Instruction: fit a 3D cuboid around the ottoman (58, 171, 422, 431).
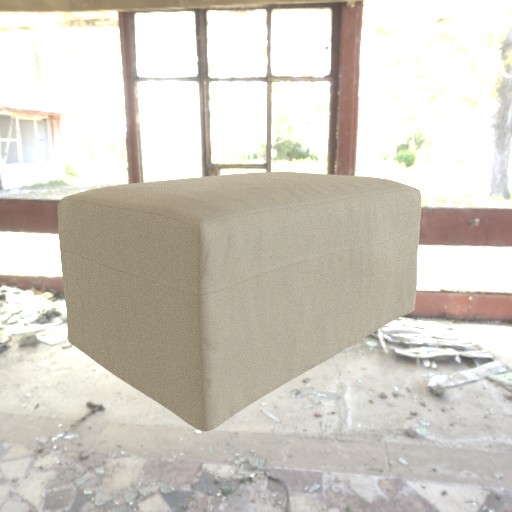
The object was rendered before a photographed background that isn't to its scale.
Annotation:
[{"bbox_3d":[0.000,0.000,1.216,0.590,0.444,0.872,13,19,42],"label":"ottoman"}]
